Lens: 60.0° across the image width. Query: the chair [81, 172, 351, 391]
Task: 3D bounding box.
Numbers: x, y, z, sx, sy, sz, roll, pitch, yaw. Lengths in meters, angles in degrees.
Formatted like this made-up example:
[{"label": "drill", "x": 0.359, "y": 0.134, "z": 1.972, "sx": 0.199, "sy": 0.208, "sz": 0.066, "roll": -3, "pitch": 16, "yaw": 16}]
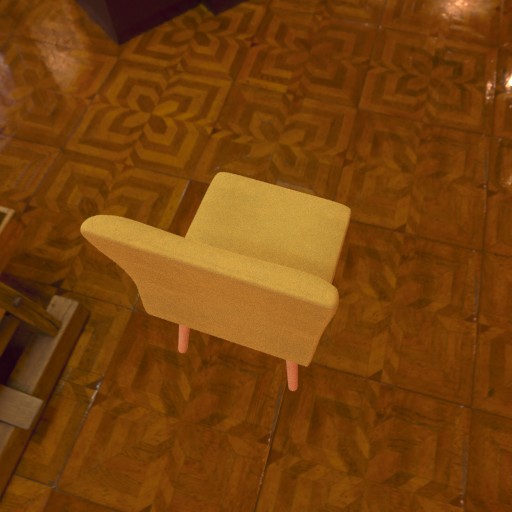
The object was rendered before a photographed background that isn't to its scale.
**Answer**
[{"label": "chair", "x": 0.000, "y": 0.000, "z": 1.242, "sx": 0.450, "sy": 0.965, "sz": 0.550, "roll": 17, "pitch": 65, "yaw": 8}]
